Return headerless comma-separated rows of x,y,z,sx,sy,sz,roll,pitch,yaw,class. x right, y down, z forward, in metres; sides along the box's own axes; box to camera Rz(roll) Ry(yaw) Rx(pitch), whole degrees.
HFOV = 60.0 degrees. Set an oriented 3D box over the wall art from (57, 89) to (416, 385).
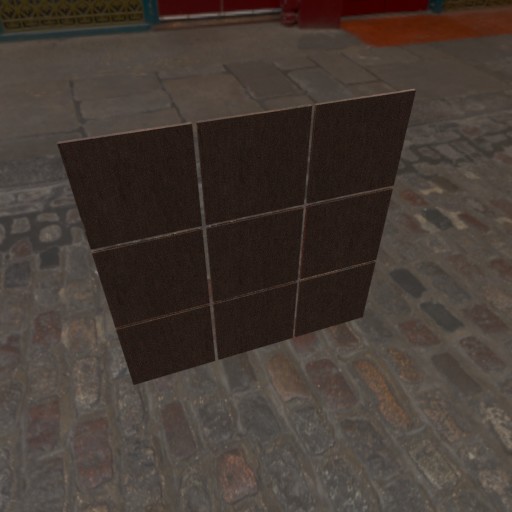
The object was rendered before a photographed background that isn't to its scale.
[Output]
0.000,0.000,2.292,1.527,1.525,0.014,-13,42,-15,wall art
